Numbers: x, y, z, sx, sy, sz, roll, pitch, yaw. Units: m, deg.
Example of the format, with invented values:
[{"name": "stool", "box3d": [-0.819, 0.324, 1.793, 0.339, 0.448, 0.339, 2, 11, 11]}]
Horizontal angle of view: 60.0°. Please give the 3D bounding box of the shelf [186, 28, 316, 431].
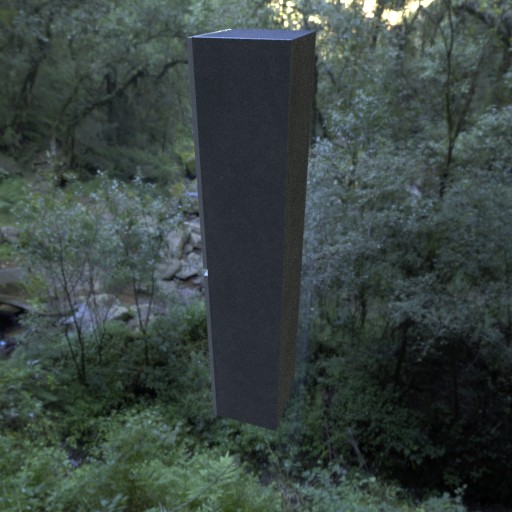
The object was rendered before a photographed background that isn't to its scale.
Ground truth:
[{"name": "shelf", "box3d": [0.000, 0.000, 1.557, 0.270, 1.400, 0.300, 9, 32, 15]}]
